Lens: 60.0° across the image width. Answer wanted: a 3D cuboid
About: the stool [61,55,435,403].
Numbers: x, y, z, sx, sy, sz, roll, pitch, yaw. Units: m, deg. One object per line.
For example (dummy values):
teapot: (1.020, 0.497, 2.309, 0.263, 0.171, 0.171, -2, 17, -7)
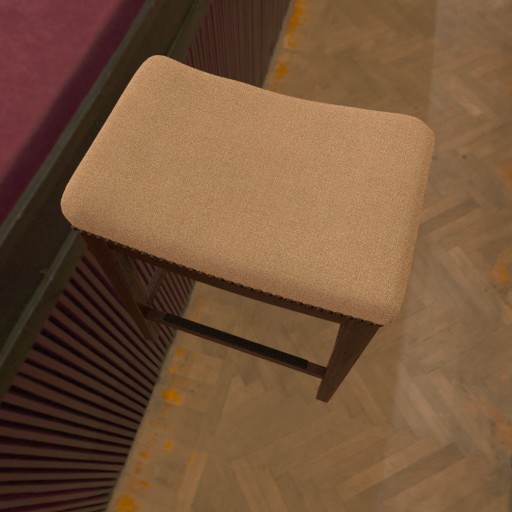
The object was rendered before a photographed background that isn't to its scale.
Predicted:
stool: (0.000, 0.000, 0.936, 0.509, 0.669, 0.363, 17, 65, 8)
